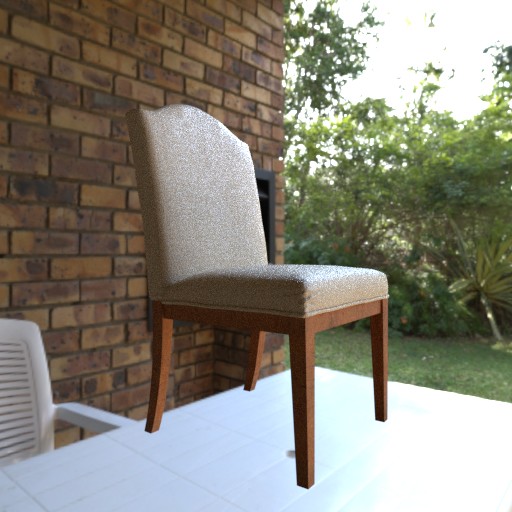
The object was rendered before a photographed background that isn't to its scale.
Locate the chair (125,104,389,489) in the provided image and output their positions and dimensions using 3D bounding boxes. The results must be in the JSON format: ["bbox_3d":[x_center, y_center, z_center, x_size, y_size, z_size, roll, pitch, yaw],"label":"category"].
[{"bbox_3d":[0.000,0.000,1.353,0.648,1.012,0.534,0,1,36],"label":"chair"}]
